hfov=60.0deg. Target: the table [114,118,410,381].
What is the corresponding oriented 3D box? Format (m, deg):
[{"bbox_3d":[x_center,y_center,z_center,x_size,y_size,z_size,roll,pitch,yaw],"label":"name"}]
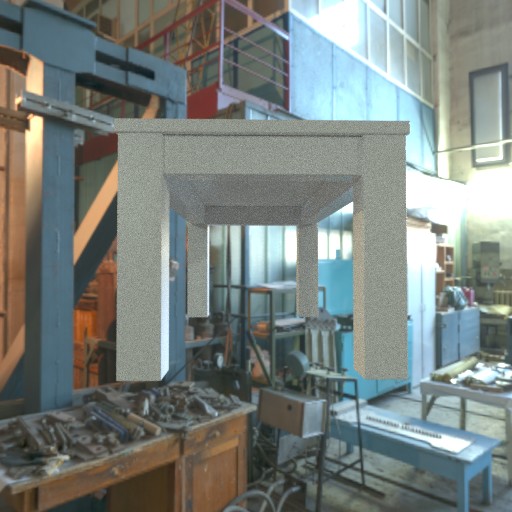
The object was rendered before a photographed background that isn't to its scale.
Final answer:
[{"bbox_3d":[0.000,0.000,2.236,0.900,0.790,1.800,0,-1,-1],"label":"table"}]
